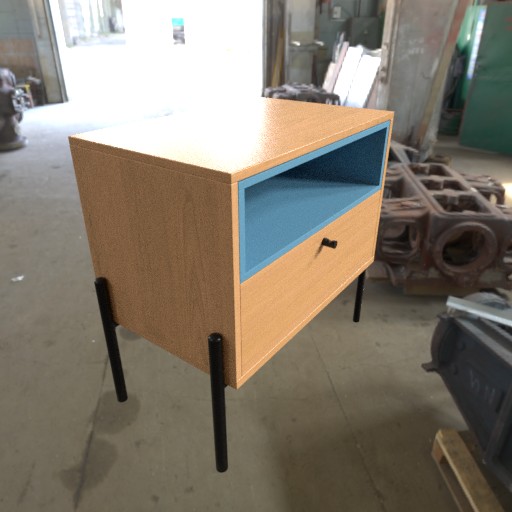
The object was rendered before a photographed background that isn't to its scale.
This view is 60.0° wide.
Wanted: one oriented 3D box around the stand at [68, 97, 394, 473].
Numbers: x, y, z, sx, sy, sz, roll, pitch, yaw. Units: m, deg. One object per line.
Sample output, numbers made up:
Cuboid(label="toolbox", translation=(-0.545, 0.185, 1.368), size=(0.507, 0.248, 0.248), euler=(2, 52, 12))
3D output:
Cuboid(label="stand", translation=(0.000, 0.000, 1.026), size=(0.400, 0.600, 0.630), euler=(19, 33, 32))
